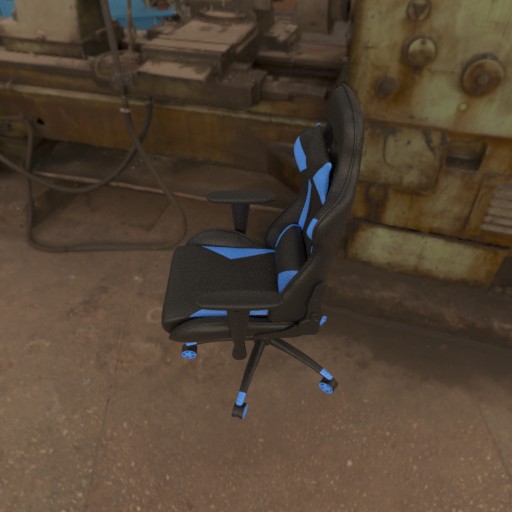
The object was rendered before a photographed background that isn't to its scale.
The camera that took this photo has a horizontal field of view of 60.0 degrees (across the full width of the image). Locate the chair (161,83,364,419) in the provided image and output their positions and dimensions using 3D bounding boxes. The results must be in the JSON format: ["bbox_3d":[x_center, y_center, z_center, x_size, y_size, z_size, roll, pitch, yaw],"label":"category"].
[{"bbox_3d":[0.000,0.000,1.720,0.730,1.282,0.695,-1,42,-1],"label":"chair"}]
